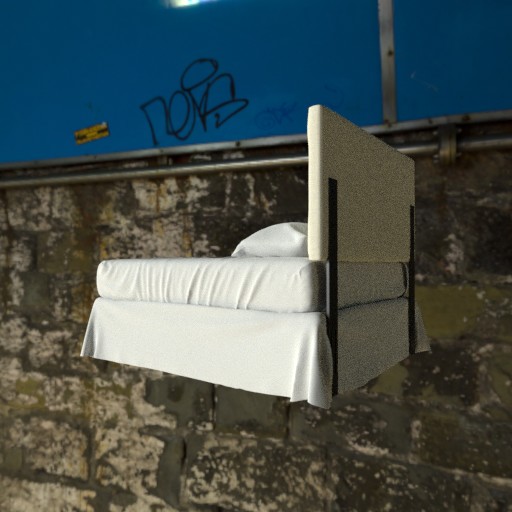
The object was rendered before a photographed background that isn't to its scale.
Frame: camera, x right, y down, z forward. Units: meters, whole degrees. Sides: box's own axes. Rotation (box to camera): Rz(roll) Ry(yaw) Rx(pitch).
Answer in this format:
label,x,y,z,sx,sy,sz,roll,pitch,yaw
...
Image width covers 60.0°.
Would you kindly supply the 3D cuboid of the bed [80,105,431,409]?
label,x,y,z,sx,sy,sz,roll,pitch,yaw
bed,0.000,0.000,3.581,2.222,1.577,1.936,-1,-1,36
